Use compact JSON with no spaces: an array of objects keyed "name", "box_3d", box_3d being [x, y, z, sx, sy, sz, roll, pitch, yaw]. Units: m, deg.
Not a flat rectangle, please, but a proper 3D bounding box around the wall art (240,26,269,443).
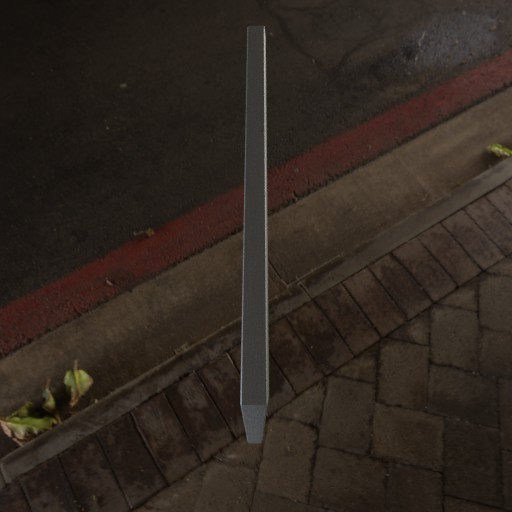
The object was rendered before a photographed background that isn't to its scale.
[{"name":"wall art","box_3d":[0.000,0.000,0.754,0.028,0.457,0.556,0,63,0]}]
